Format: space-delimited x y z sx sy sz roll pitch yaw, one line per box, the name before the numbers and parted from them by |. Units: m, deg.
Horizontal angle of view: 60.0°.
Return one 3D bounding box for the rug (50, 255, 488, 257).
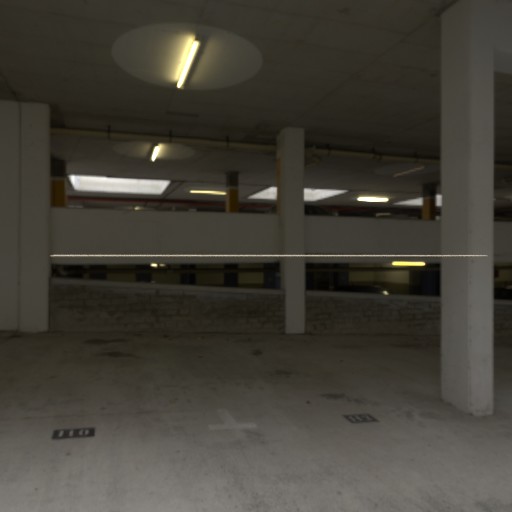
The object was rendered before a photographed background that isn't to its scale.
rug | 0.000 0.000 2.876 2.284 0.008 1.522 0 0 -18
